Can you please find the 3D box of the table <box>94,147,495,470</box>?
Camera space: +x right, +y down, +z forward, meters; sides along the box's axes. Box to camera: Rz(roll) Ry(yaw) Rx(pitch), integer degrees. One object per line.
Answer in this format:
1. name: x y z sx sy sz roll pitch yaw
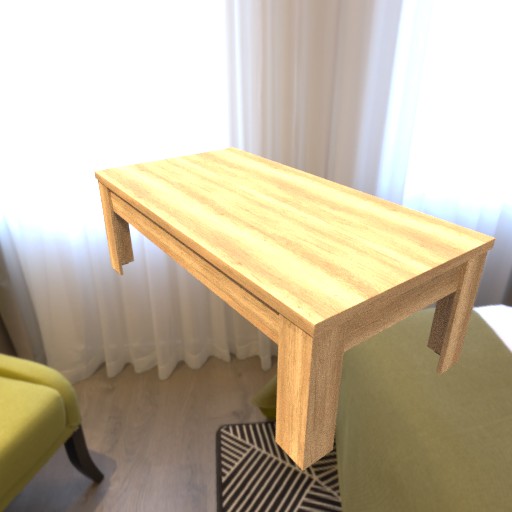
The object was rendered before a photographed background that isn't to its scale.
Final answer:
1. table: 0.000 0.000 1.665 0.700 0.460 1.350 -19 32 -32
